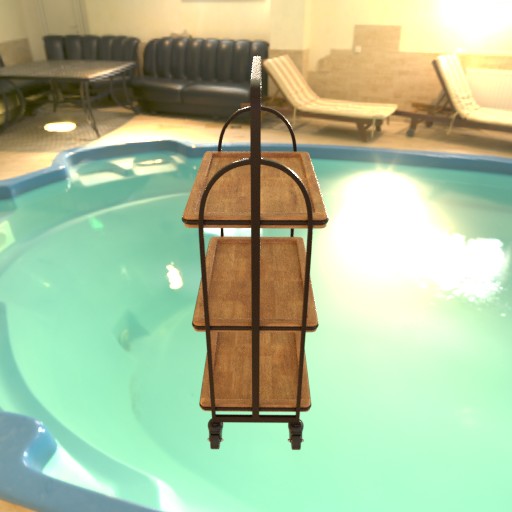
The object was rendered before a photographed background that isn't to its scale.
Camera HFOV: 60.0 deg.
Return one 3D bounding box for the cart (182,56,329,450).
[{"bbox_3d":[0.000,0.000,1.265,0.327,1.001,0.553,0,30,0],"label":"cart"}]
